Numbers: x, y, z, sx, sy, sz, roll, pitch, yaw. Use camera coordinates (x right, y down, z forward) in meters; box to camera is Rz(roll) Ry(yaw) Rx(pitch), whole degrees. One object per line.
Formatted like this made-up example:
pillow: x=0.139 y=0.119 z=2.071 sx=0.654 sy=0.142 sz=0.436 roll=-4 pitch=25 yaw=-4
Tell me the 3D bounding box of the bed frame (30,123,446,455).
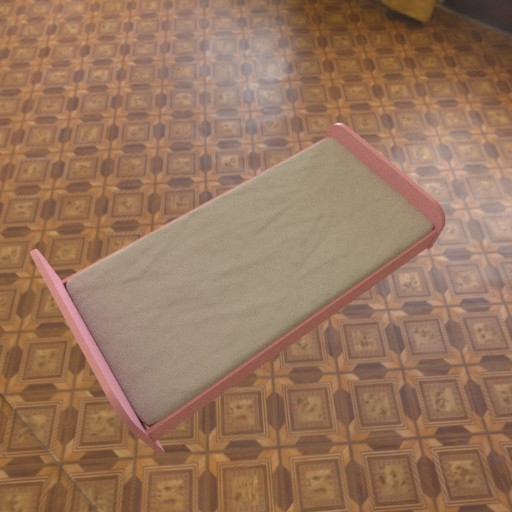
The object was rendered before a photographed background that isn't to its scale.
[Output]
bed frame: x=0.000 y=0.000 z=2.502 sx=1.963 sy=0.805 sz=0.998 roll=-32 pitch=63 yaw=-18
